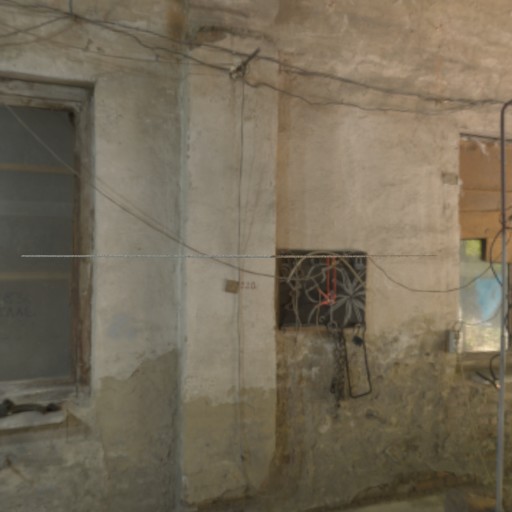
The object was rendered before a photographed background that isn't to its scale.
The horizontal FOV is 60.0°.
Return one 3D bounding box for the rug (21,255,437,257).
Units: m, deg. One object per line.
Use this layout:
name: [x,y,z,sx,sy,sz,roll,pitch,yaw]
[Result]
rug: [0.000,0.000,4.081,2.451,0.011,3.072,0,0,36]
